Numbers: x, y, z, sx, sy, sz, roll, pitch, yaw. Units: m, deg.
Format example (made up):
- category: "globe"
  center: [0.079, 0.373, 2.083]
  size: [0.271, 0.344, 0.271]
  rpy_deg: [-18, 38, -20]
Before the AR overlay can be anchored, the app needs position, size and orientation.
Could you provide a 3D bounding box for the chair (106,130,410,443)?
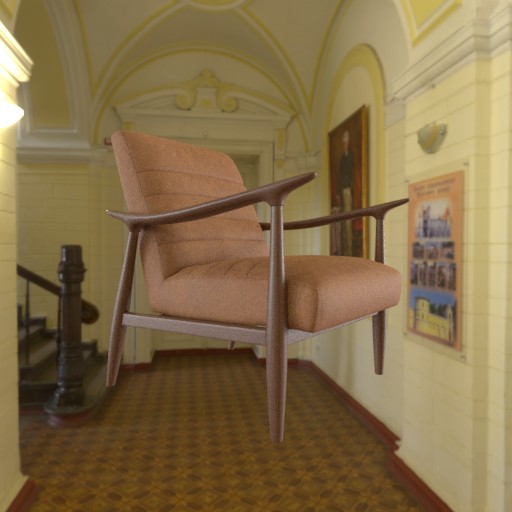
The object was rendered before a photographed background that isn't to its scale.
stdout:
- category: "chair"
  center: [0.000, 0.000, 1.452]
  size: [0.798, 0.832, 0.741]
  rpy_deg: [1, 2, 36]
